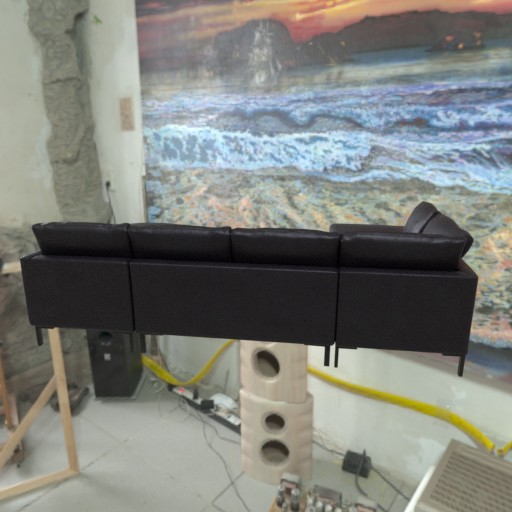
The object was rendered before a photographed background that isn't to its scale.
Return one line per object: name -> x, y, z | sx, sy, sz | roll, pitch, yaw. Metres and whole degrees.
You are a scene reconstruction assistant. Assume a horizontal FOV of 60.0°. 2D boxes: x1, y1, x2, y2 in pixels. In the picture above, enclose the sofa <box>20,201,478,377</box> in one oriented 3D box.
sofa -> 0.000, 0.000, 3.734 | 2.956, 0.900, 1.939 | 2, 17, 8
